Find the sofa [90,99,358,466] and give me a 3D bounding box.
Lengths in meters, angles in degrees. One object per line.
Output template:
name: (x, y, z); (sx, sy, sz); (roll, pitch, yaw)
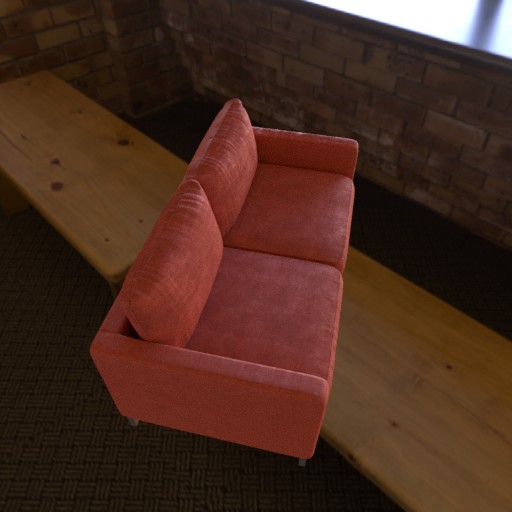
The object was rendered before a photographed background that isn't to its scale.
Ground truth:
sofa: (0.000, 0.000, 2.153); (0.864, 0.896, 1.574); (9, 47, 9)
